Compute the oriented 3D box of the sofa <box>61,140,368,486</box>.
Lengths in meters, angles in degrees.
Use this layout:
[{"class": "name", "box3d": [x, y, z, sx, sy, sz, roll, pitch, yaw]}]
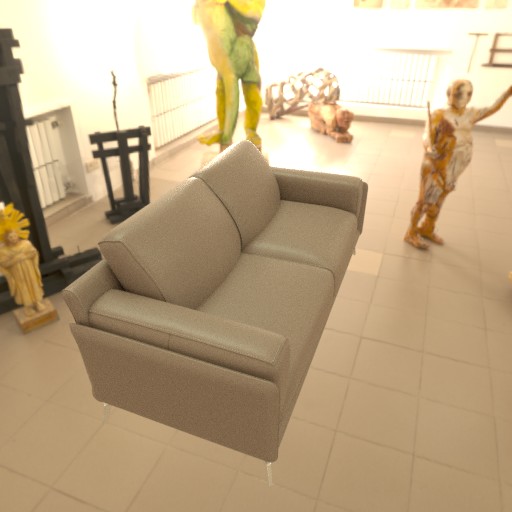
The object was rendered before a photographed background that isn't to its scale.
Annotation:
[{"class": "sofa", "box3d": [0.000, 0.000, 2.585, 1.049, 0.930, 2.101, 11, 33, 18]}]
